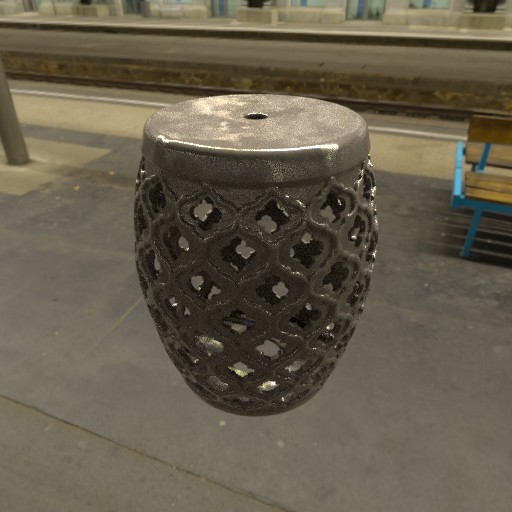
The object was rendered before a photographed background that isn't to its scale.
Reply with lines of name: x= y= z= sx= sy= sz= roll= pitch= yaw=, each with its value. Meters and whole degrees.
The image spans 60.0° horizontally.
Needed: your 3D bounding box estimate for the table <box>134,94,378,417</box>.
table: x=0.000 y=0.000 z=0.625 sx=0.325 sy=0.388 sz=0.325 roll=0 pitch=32 yaw=0
